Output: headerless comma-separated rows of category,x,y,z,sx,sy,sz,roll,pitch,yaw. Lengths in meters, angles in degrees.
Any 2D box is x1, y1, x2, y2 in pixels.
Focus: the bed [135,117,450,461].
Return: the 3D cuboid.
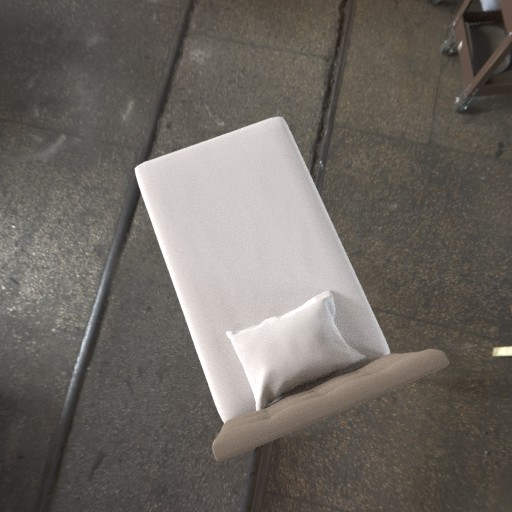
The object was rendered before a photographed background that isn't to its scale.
bed,0.000,0.000,2.936,1.261,1.571,1.997,-21,77,-5
